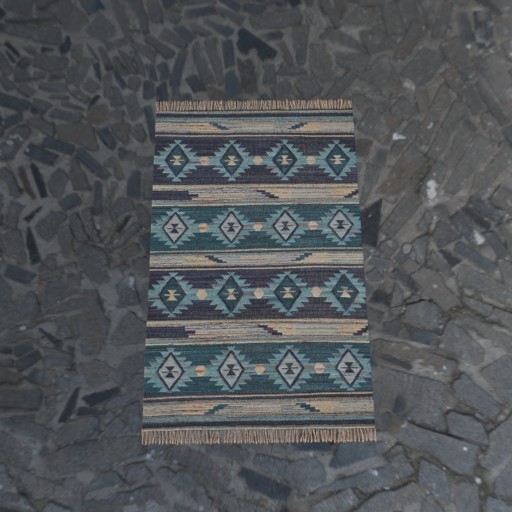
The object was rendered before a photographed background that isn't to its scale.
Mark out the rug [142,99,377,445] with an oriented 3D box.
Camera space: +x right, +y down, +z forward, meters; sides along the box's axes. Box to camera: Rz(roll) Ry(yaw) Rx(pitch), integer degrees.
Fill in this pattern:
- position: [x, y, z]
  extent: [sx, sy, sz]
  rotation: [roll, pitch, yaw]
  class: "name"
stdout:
- position: [0.000, 0.000, 2.438]
  extent: [1.181, 0.028, 1.936]
  rotation: [-1, 76, 0]
  class: "rug"
